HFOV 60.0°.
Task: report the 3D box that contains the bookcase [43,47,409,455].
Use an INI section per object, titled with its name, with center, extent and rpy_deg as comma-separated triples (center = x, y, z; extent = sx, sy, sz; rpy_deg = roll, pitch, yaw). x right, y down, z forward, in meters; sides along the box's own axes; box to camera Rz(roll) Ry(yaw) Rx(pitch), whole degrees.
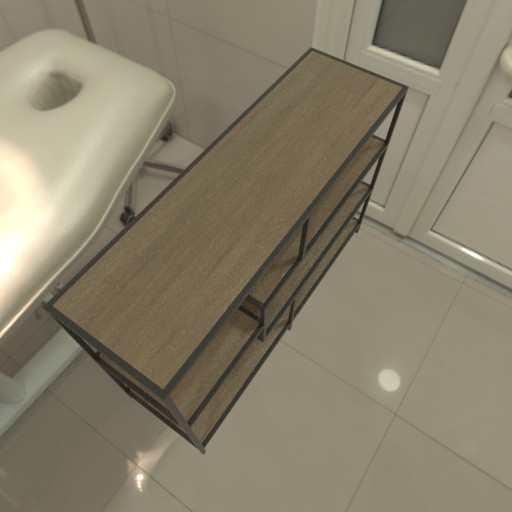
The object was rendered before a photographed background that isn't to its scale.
[bookcase]
center = 0.000, 0.000, 1.495
extent = 0.350, 0.780, 1.140
rpy_deg = 31, 63, 17
